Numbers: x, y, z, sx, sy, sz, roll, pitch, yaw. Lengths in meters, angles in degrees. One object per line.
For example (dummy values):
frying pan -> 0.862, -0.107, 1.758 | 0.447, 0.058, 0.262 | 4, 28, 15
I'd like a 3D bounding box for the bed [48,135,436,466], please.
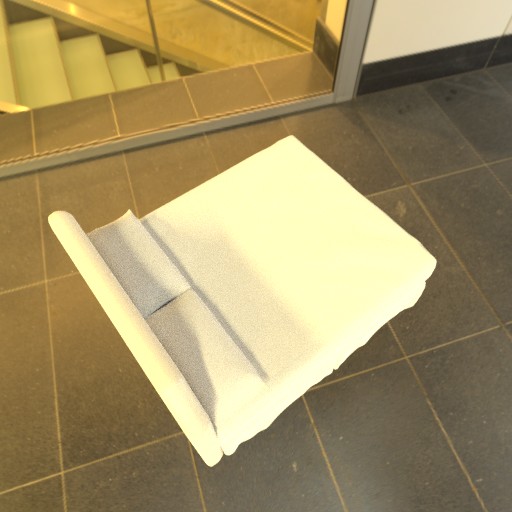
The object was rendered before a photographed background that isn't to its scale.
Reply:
bed -> 0.000, 0.000, 3.851 | 2.548, 1.524, 2.134 | -33, 64, -19
